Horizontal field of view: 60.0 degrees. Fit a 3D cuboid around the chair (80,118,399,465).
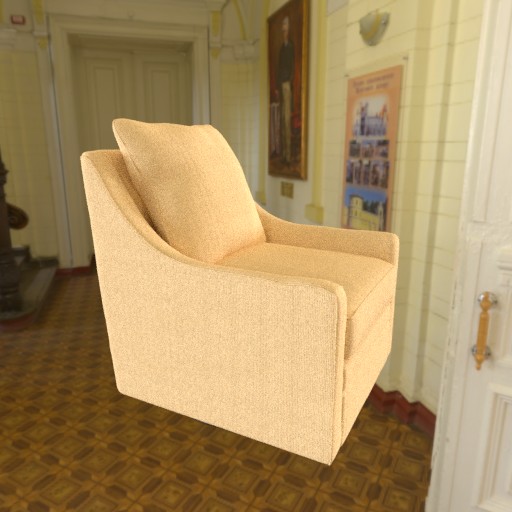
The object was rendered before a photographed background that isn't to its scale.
[{"bbox_3d":[0.000,0.000,1.571,0.876,0.927,0.760,8,16,27],"label":"chair"}]
